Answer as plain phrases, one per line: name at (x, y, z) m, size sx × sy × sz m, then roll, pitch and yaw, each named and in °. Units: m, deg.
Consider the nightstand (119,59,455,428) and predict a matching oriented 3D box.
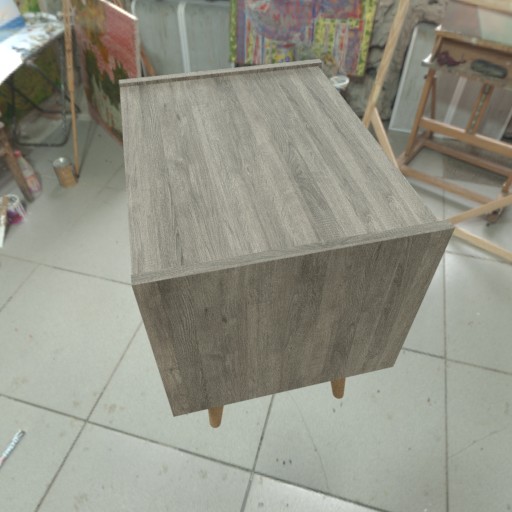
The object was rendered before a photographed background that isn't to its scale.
nightstand at (0.000, 0.000, 0.830) m, size 0.380 × 0.500 × 0.480 m, roll -10°, pitch 47°, yaw -9°
